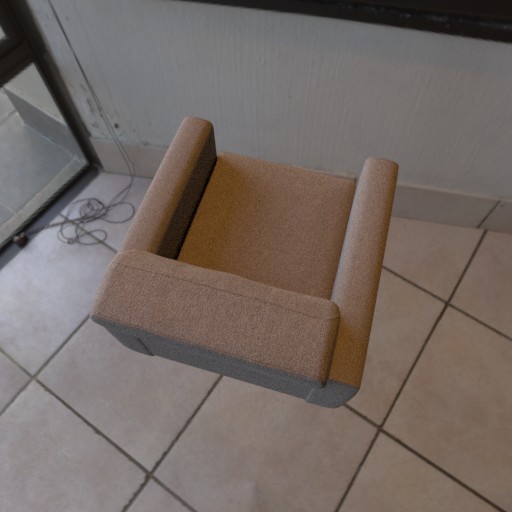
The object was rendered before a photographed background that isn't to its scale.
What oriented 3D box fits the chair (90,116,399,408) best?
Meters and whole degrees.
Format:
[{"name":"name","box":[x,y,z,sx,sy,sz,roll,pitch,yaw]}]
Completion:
[{"name":"chair","box":[0.000,0.000,1.544,0.831,0.839,0.907,14,64,7]}]
